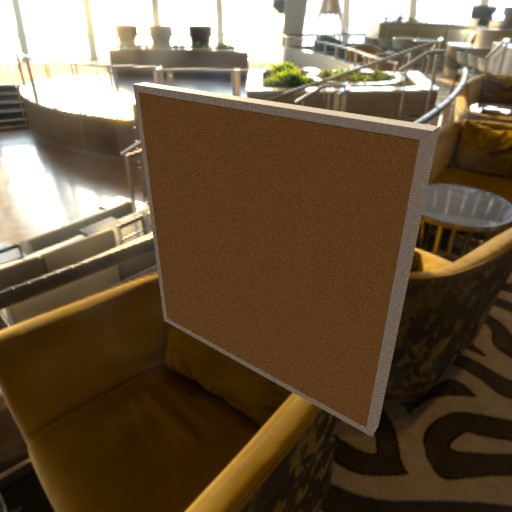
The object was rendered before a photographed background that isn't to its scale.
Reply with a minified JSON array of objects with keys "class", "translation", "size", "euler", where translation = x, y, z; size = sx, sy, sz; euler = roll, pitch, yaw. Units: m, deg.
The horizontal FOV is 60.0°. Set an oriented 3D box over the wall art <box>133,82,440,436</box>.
[{"class":"wall art","translation":[0.000,0.000,1.134],"size":[0.762,0.762,0.038],"euler":[21,36,32]}]
